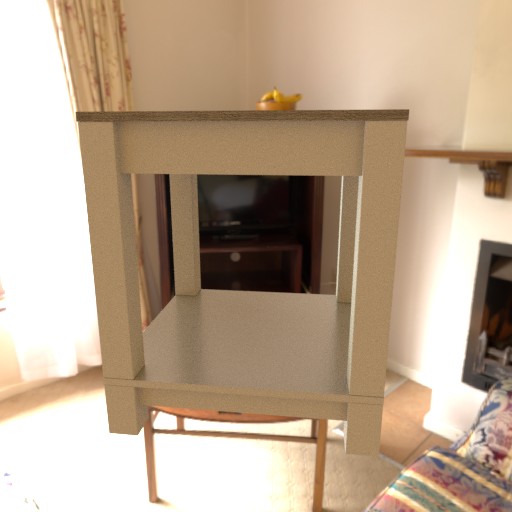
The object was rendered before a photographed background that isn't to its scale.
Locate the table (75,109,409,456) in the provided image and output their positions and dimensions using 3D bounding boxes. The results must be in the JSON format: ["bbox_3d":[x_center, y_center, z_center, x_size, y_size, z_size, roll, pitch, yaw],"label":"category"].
[{"bbox_3d":[0.000,0.000,0.982,0.506,0.587,0.504,2,15,7],"label":"table"}]
